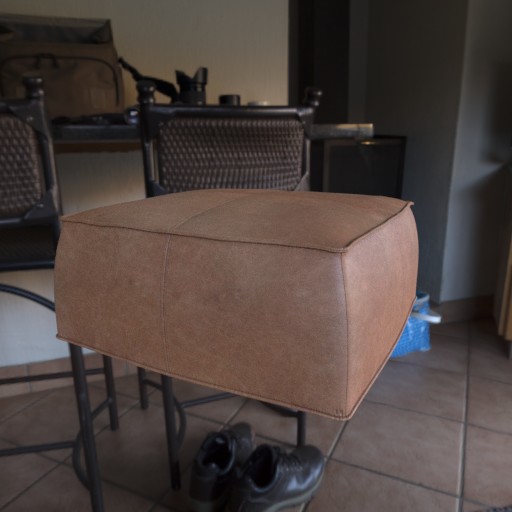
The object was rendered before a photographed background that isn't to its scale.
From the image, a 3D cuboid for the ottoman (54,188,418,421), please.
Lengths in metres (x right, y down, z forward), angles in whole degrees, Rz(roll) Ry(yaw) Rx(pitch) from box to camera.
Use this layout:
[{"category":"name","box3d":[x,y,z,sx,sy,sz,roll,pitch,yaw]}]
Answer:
[{"category":"ottoman","box3d":[0.000,0.000,1.386,0.902,0.395,0.901,7,16,27]}]
